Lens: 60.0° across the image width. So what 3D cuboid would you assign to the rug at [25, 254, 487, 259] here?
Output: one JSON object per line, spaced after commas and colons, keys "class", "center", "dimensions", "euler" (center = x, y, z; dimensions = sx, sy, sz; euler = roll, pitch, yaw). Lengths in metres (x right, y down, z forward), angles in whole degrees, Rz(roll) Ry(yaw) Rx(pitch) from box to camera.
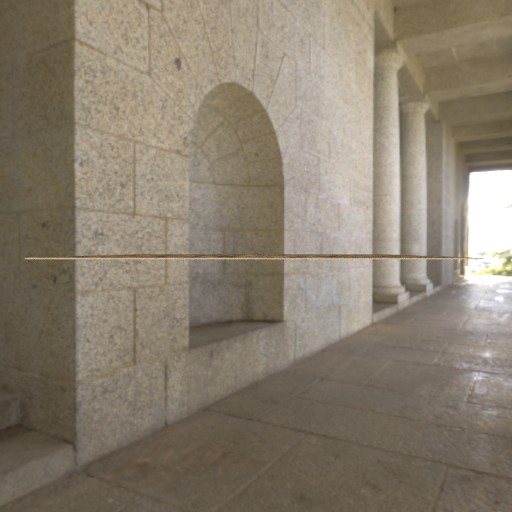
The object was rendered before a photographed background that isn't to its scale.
{"class": "rug", "center": [0.000, 0.000, 4.016], "dimensions": [2.977, 0.008, 2.380], "euler": [0, 1, 1]}
